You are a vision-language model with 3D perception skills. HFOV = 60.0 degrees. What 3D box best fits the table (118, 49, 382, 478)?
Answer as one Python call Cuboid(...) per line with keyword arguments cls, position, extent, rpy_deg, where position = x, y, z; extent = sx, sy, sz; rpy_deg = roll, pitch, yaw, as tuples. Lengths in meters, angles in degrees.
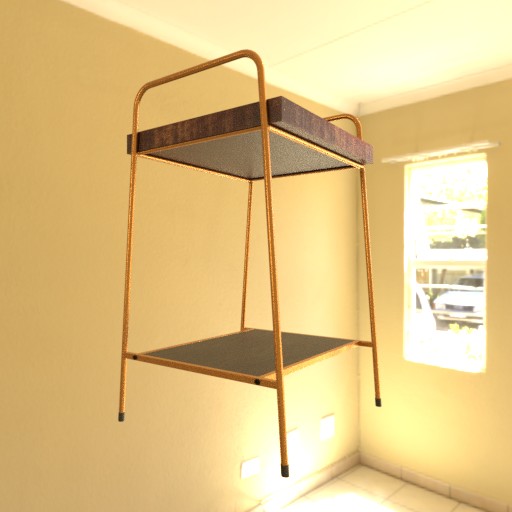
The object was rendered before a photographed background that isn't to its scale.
Cuboid(cls="table", position=(0.000, 0.000, 1.004), extent=(0.430, 0.710, 0.430), rpy_deg=(0, 0, 36))
